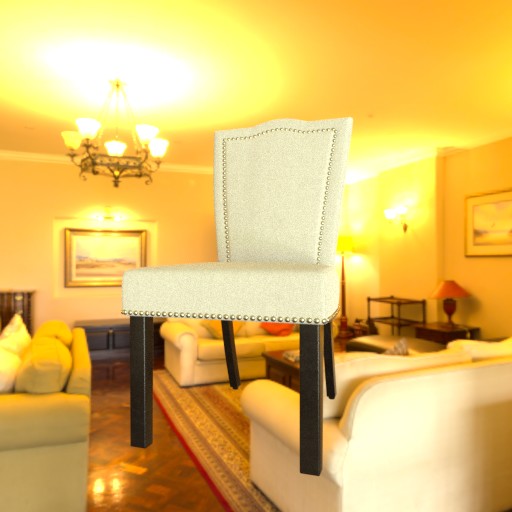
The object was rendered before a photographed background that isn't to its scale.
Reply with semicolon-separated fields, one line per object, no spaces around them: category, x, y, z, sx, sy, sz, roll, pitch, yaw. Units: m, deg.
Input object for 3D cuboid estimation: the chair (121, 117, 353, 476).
chair;0.000;0.000;1.279;0.518;0.946;0.589;0;-1;19
